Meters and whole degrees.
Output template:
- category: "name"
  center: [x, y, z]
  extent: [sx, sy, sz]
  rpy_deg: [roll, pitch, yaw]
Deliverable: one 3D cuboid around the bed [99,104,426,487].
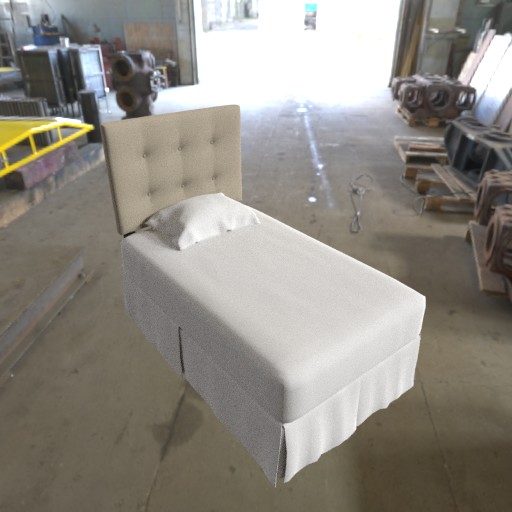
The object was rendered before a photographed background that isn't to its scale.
- category: "bed"
  center: [0.000, 0.000, 2.976]
  extent: [1.261, 1.571, 1.997]
  rpy_deg: [-21, 35, -33]
